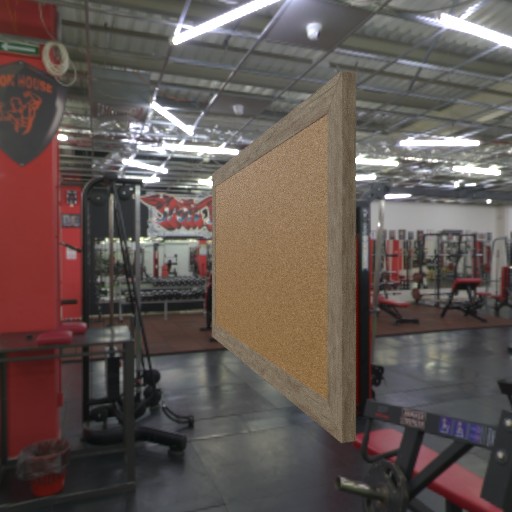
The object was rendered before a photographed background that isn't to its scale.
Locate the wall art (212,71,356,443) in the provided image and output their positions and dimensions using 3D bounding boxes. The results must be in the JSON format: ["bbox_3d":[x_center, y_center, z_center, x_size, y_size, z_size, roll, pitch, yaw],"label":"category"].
[{"bbox_3d":[0.000,0.000,0.943,0.021,0.480,0.780,0,0,-18],"label":"wall art"}]
